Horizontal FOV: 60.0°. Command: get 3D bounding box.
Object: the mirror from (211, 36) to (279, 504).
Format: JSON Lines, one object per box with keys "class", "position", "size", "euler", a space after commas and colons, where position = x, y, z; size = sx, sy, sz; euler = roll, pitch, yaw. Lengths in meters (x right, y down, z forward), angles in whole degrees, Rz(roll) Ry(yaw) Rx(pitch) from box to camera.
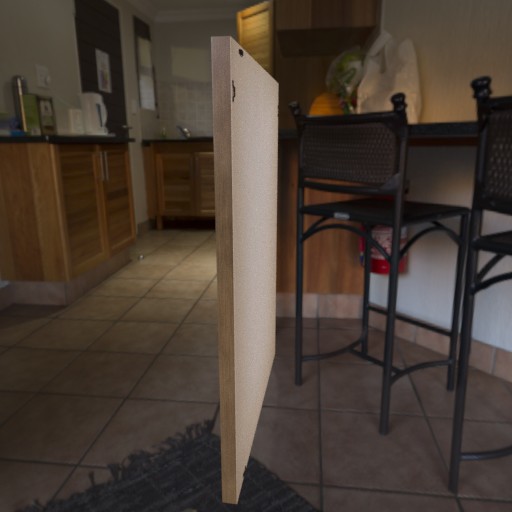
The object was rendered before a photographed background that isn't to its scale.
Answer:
{"class": "mirror", "position": [0.000, 0.000, 1.284], "size": [0.040, 1.016, 0.762], "euler": [2, 15, 9]}
